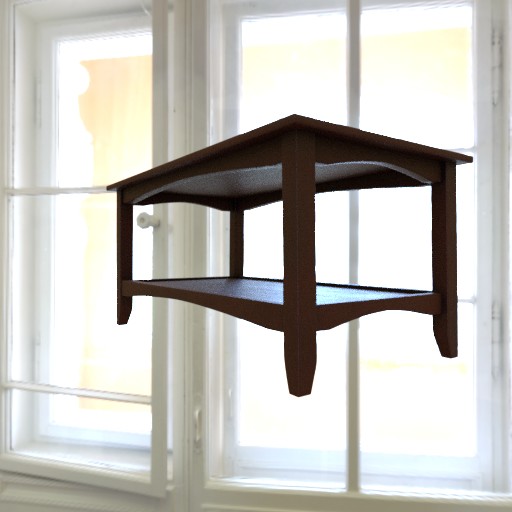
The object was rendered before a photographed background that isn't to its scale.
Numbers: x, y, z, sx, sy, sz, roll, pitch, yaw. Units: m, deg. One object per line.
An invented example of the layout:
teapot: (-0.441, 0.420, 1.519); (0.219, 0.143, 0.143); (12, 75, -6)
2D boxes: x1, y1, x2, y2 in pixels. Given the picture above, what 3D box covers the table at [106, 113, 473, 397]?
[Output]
table: (0.000, 0.000, 1.229); (0.533, 0.456, 0.943); (0, 1, -36)
